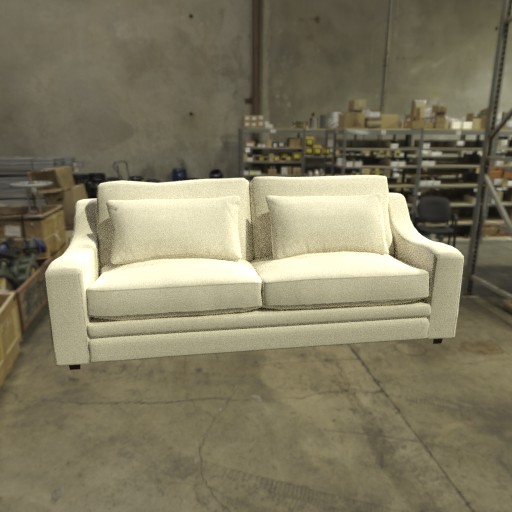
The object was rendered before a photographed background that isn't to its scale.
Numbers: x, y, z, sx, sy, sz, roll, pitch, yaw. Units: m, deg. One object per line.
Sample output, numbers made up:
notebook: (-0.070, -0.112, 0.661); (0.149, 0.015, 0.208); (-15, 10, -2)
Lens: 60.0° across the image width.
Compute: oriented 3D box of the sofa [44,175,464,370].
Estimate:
sofa: (0.000, 0.000, 3.019); (2.470, 1.022, 1.009); (-2, 16, -8)
